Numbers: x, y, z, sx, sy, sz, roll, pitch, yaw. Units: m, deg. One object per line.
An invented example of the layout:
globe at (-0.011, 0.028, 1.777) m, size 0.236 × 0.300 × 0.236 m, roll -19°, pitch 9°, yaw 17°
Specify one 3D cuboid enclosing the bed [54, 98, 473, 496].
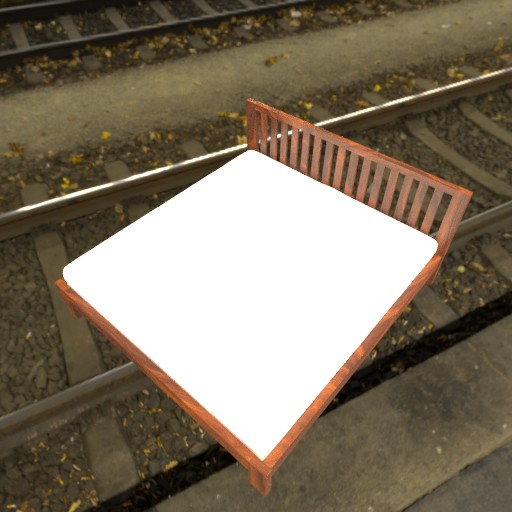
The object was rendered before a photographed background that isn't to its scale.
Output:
bed at (0.000, 0.000, 3.053) m, size 1.905 × 0.890 × 2.030 m, roll 32°, pitch 54°, yaw 27°
